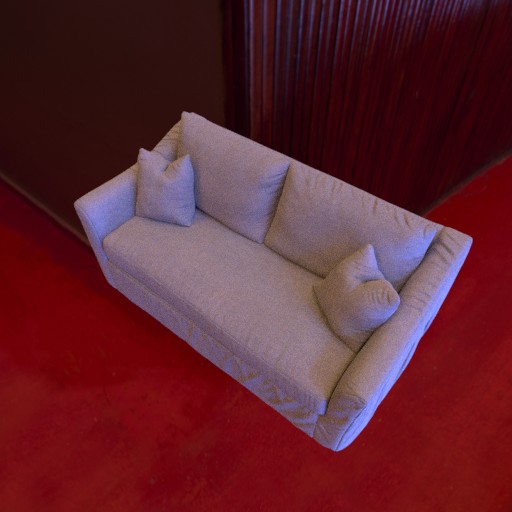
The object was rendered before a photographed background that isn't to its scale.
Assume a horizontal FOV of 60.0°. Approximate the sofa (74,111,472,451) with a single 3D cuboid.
[{"bbox_3d":[0.000,0.000,2.640,2.010,1.018,1.072,31,54,25],"label":"sofa"}]
